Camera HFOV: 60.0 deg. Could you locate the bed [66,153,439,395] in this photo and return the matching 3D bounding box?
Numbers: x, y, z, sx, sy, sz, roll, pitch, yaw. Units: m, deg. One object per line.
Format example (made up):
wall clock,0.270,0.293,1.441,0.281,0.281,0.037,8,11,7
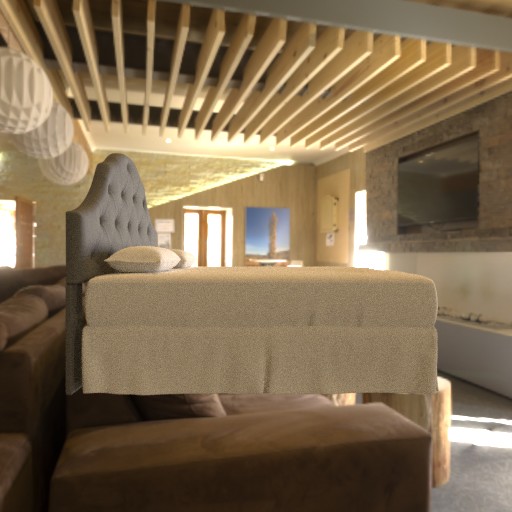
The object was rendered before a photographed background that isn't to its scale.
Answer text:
bed,0.000,0.000,3.551,2.214,1.615,2.008,0,0,0
